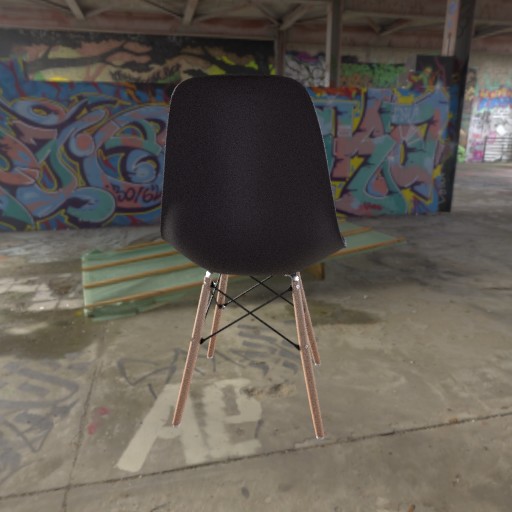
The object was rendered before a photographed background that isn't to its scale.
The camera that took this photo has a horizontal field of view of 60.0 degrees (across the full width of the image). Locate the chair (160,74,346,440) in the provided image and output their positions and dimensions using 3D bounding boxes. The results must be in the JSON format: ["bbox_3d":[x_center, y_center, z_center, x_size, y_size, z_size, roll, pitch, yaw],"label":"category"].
[{"bbox_3d":[0.000,0.000,1.159,0.470,0.825,0.533,2,16,7],"label":"chair"}]
